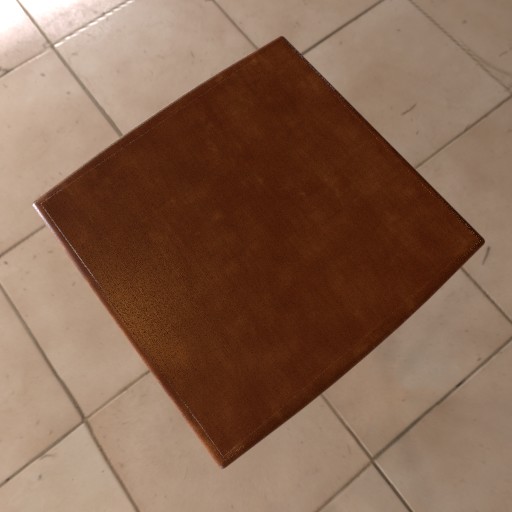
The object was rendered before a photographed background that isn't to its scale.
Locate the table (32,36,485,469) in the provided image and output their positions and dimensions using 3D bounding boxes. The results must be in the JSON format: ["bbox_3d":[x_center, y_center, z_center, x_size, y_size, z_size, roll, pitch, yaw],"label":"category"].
[{"bbox_3d":[0.000,0.000,1.681,0.991,0.754,0.991,-38,78,-10],"label":"table"}]
